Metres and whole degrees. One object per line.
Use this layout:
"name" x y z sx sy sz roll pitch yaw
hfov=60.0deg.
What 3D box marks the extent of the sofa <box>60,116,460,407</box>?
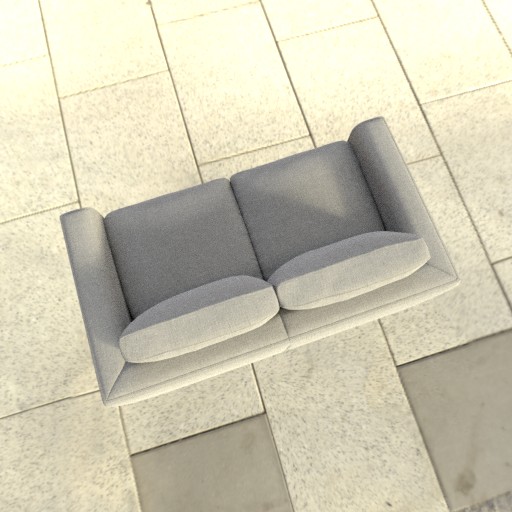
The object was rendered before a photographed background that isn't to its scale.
"sofa" 0.000 0.000 2.467 1.920 0.800 1.069 -18 75 -5
